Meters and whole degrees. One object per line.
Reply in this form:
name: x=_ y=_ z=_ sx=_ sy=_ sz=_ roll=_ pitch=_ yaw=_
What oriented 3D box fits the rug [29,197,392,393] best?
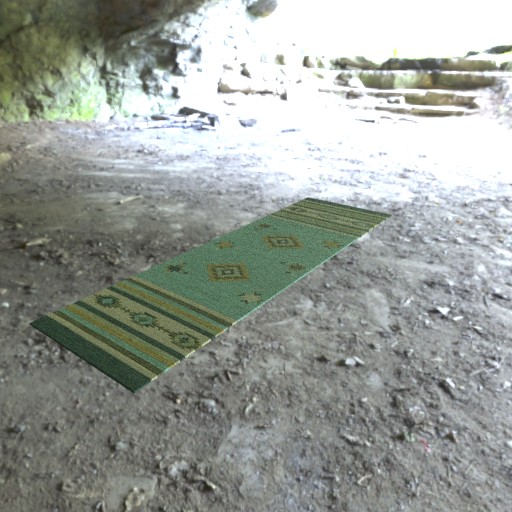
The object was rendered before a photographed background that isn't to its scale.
rug: x=0.000 y=0.000 z=2.704 sx=0.744 sy=0.010 sz=2.441 roll=18 pitch=30 yaw=33
